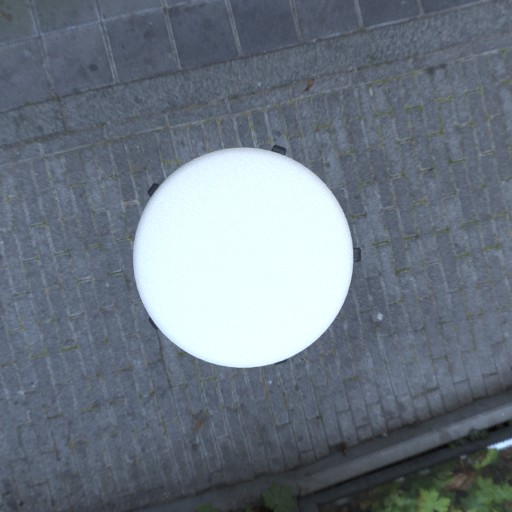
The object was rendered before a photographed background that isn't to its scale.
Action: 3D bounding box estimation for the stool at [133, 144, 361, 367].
[{"bbox_3d":[0.000,0.000,1.057,0.614,0.482,0.634,0,91,-1],"label":"stool"}]
